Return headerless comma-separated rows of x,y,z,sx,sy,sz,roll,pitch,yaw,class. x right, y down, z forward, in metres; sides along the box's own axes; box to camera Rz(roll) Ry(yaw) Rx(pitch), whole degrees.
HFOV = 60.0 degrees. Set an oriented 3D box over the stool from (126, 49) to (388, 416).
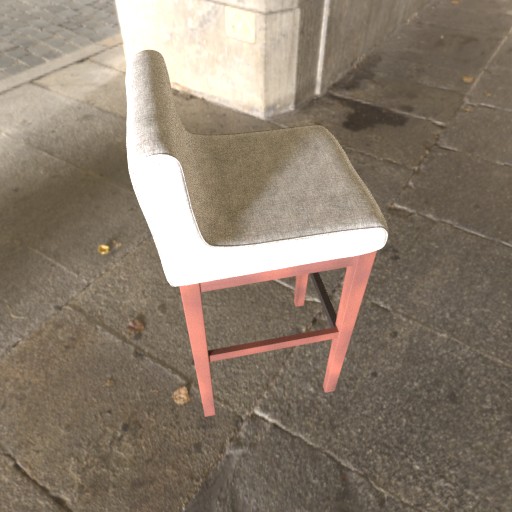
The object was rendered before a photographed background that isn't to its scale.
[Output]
0.000,0.000,1.188,0.499,0.965,0.426,-9,46,-8,stool
